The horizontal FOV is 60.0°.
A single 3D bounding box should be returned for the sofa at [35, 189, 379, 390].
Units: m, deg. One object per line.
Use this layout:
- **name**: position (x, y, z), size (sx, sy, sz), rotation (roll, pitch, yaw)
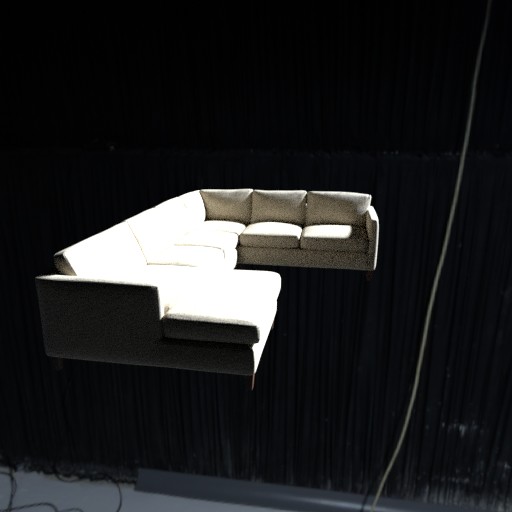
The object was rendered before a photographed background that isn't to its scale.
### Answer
- **sofa**: position (0.000, 0.000, 4.560), size (2.593, 0.959, 3.460), rotation (3, 17, 10)
